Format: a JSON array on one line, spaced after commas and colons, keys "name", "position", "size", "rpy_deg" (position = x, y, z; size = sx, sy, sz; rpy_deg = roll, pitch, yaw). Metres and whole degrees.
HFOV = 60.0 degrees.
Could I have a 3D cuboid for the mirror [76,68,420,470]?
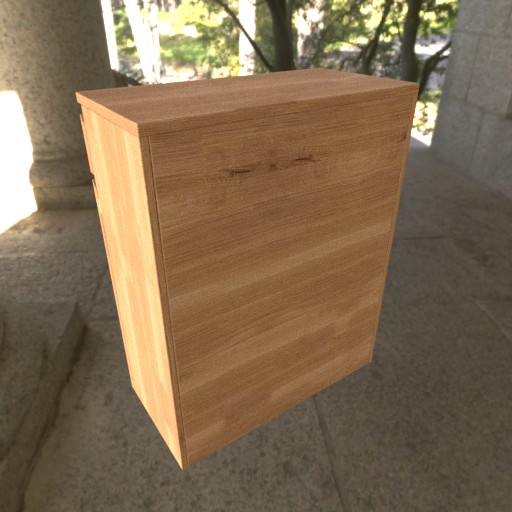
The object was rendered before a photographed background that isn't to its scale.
[{"name": "mirror", "position": [0.000, 0.000, 1.389], "size": [0.800, 1.000, 0.400], "rpy_deg": [-19, 35, -30]}]
